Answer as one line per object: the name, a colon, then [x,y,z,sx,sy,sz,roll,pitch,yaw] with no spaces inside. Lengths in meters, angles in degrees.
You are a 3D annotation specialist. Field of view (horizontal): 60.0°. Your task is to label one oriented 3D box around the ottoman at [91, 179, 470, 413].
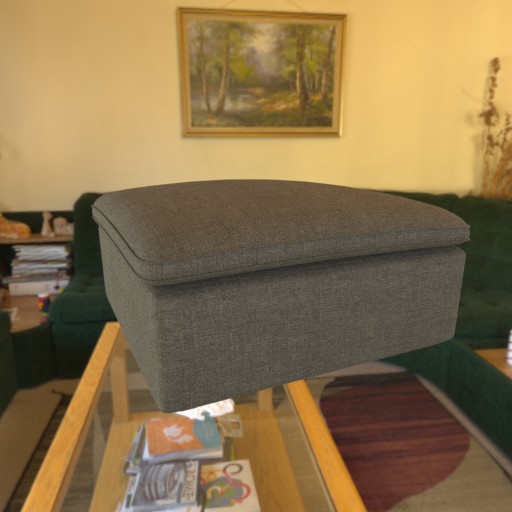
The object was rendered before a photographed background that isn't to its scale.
ottoman: [0.000,0.000,1.683,1.067,0.559,1.067,-7,16,-25]
